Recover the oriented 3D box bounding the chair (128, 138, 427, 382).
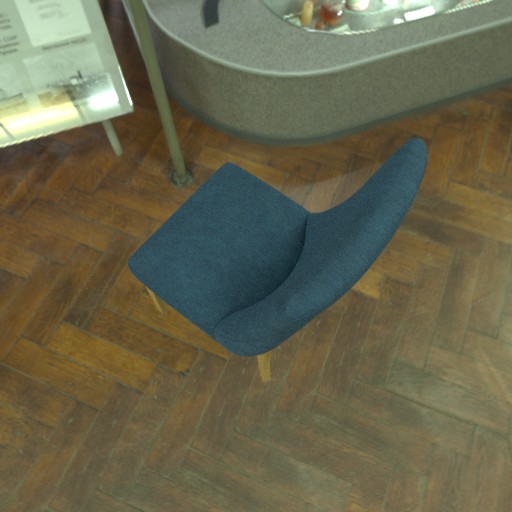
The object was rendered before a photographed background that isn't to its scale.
[{"bbox_3d":[0.000,0.000,1.266,0.609,0.902,0.495,34,68,16],"label":"chair"}]
